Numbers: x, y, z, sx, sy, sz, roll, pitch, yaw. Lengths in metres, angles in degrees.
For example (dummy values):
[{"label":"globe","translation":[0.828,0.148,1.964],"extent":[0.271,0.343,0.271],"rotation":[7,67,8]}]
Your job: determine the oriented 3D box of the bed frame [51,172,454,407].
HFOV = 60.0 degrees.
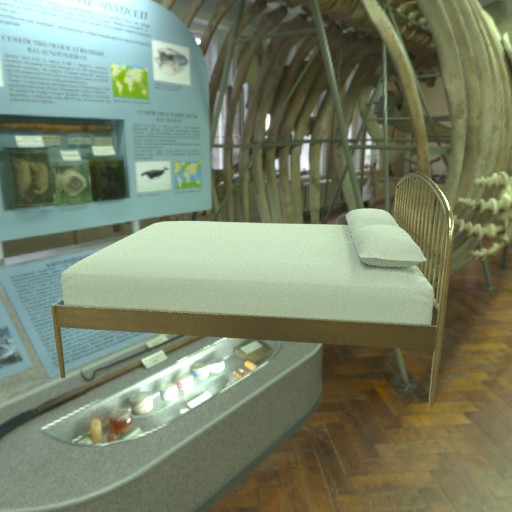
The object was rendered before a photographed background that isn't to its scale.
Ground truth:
[{"label":"bed frame","translation":[0.000,0.000,3.124],"extent":[2.152,1.175,1.612],"rotation":[2,15,8]}]
